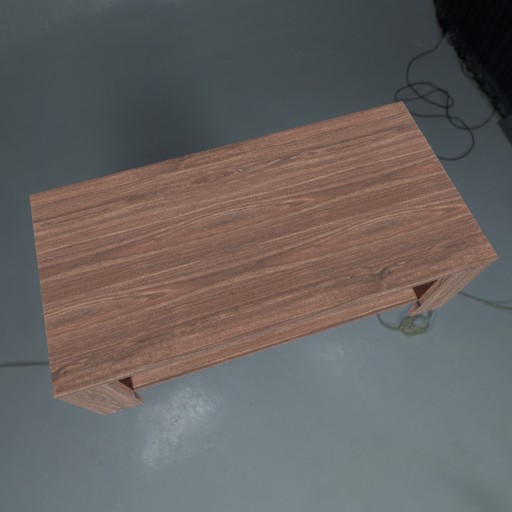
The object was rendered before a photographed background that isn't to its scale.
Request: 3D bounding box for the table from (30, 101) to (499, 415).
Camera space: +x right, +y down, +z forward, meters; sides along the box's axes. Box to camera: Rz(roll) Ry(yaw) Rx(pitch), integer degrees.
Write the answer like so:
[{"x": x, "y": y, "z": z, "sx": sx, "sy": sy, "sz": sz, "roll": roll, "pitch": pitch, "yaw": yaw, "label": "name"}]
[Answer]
[{"x": 0.000, "y": 0.000, "z": 1.434, "sx": 1.200, "sy": 0.400, "sz": 0.600, "roll": -16, "pitch": 65, "yaw": -8, "label": "table"}]
